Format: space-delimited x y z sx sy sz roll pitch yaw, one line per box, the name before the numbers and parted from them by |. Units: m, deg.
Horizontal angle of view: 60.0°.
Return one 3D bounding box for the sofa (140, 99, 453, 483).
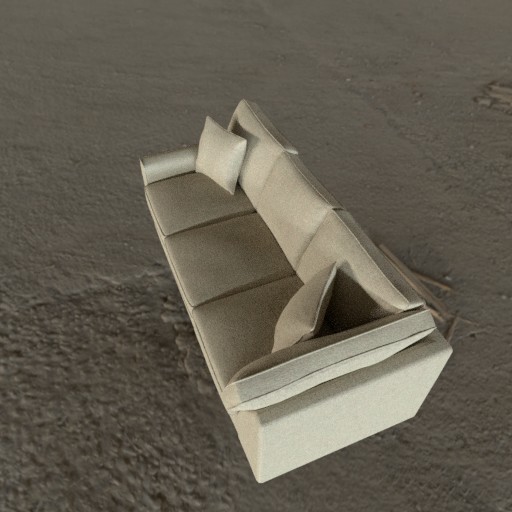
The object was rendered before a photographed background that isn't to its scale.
sofa | 0.000 0.000 2.842 1.061 0.962 2.317 -17 49 -15
